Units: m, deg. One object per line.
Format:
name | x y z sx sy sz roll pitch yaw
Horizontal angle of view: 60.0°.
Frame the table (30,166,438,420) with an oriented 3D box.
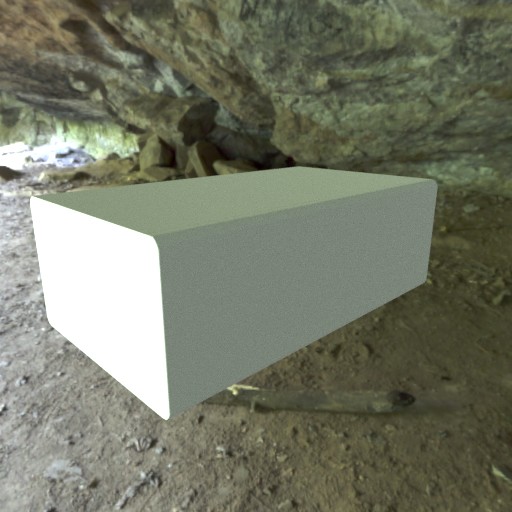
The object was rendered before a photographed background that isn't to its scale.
table | 0.000 0.000 1.411 1.097 0.442 0.639 -16 23 -42
